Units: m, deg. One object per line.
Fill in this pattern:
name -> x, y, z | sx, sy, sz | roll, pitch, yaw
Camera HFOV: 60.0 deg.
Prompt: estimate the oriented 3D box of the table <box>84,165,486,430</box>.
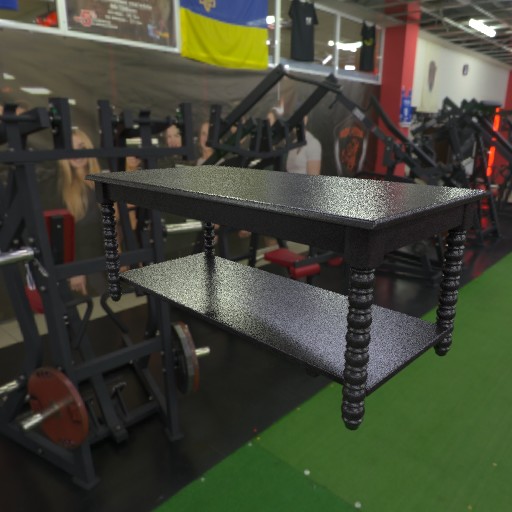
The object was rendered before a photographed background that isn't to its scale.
table -> 0.000, 0.000, 1.451 | 0.580, 0.487, 1.171 | -16, 22, -43
